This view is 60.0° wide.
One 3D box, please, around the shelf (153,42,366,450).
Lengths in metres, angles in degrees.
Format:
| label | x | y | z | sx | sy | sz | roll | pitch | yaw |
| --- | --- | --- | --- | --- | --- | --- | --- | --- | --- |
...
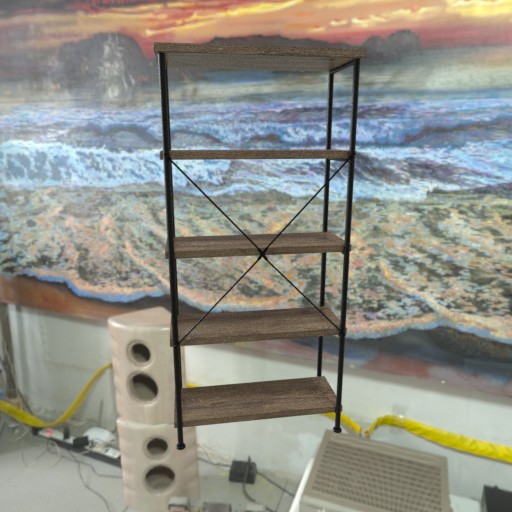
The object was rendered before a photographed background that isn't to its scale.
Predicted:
| label | x | y | z | sx | sy | sz | roll | pitch | yaw |
| --- | --- | --- | --- | --- | --- | --- | --- | --- | --- |
| shelf | 0.000 | 0.000 | 2.027 | 0.800 | 1.700 | 0.360 | -2 | 15 | -9 |
